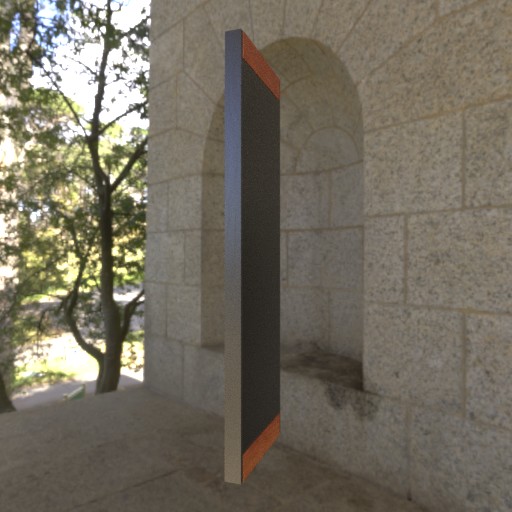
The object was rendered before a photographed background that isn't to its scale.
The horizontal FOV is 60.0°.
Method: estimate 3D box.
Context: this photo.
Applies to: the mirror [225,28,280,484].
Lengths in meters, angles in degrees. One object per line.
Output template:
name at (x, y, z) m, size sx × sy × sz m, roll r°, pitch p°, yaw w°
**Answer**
mirror at (0.000, 0.000, 1.259) m, size 0.047 × 1.123 × 0.343 m, roll 0°, pitch -1°, yaw 19°
